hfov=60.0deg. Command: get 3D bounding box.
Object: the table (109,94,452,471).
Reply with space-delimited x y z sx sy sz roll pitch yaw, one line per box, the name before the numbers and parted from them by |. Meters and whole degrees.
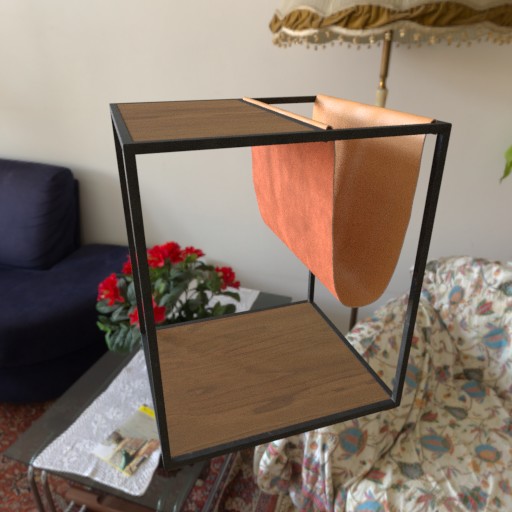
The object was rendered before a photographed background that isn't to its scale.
table | 0.000 0.000 0.844 0.450 0.536 0.399 -8 27 -17
